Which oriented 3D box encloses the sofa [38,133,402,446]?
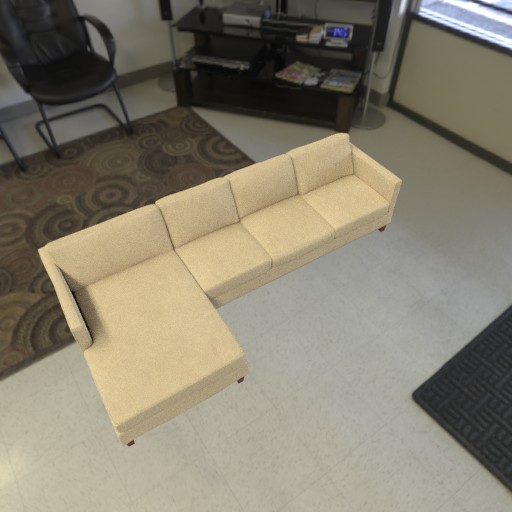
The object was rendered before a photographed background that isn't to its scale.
[{"bbox_3d":[0.000,0.000,3.885,3.186,0.846,1.625,-25,52,-21],"label":"sofa"}]
